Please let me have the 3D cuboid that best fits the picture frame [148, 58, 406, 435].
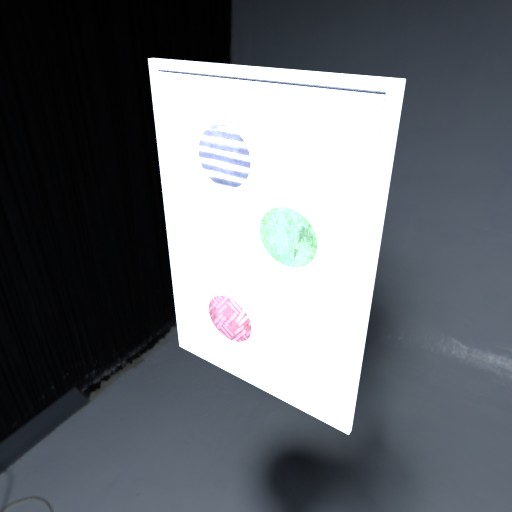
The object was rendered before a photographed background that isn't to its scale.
[{"bbox_3d":[0.000,0.000,0.834,0.457,0.657,0.013,19,34,30],"label":"picture frame"}]
